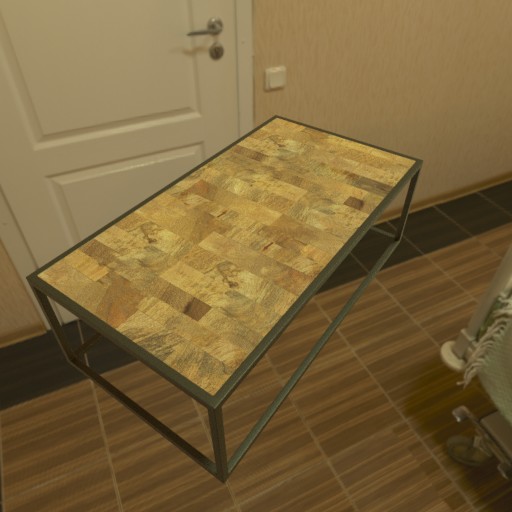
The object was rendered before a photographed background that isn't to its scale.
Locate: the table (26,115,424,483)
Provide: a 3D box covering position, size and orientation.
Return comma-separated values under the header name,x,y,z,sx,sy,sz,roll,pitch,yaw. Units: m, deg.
name,x,y,z,sx,sy,sz,roll,pitch,yaw
table,0.000,0.000,1.531,0.649,0.398,1.199,26,48,25
